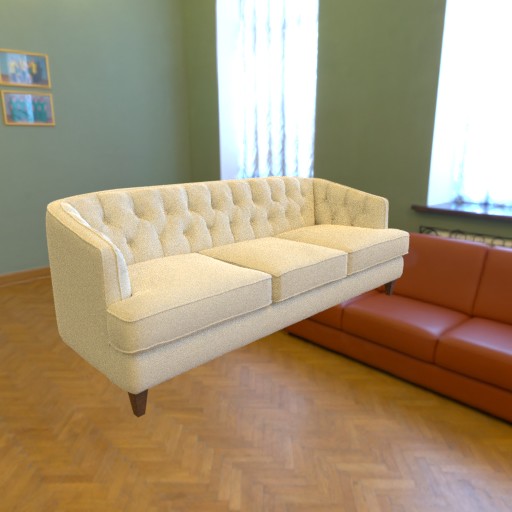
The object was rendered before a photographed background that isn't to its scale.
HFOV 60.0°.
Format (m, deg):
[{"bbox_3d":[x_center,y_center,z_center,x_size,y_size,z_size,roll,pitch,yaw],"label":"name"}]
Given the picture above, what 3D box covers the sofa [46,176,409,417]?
[{"bbox_3d":[0.000,0.000,2.716,0.941,0.855,2.278,14,20,43],"label":"sofa"}]
